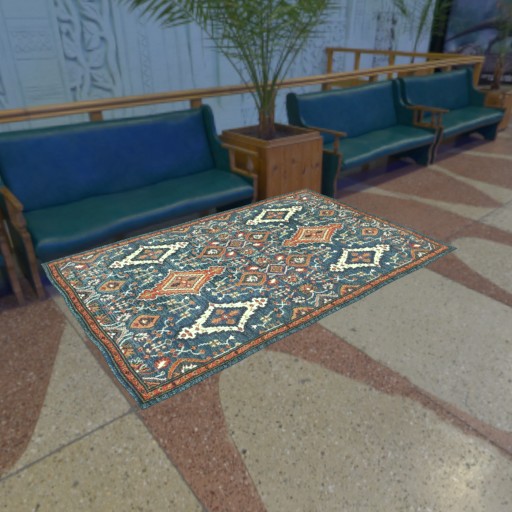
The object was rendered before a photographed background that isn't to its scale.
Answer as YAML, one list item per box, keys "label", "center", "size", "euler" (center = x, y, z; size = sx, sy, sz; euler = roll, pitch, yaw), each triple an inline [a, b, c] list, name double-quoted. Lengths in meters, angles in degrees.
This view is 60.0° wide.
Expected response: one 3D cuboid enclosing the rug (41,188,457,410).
- label: "rug"
  center: [0.000, 0.000, 4.218]
  size: [3.371, 0.008, 2.190]
  euler: [-20, 34, -32]
